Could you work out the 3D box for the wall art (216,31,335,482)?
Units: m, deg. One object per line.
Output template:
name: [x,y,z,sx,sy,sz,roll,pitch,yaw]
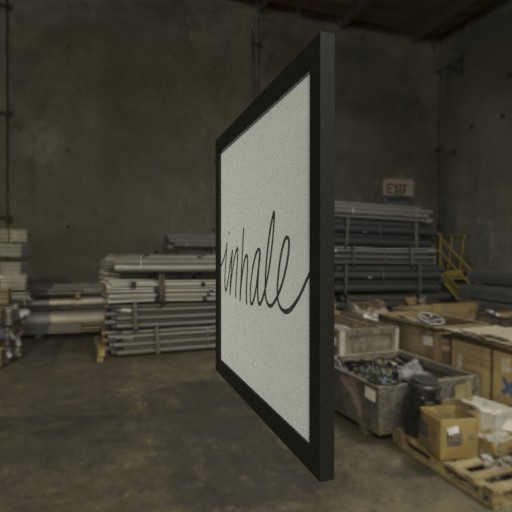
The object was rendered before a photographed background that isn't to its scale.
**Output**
wall art: [0.000,0.000,0.520,0.013,0.356,0.356,0,0,-18]
